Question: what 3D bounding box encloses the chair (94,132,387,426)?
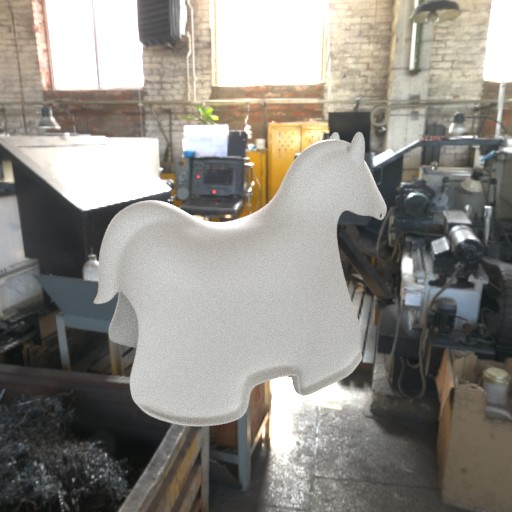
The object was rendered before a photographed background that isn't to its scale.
[{"bbox_3d":[0.000,0.000,1.135,0.800,0.612,0.429,-7,17,-25],"label":"chair"}]
